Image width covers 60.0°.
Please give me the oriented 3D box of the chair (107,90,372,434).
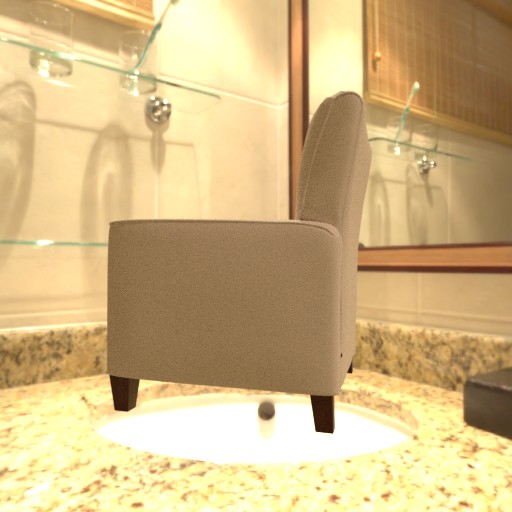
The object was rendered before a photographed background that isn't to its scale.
[{"bbox_3d":[0.000,0.000,1.723,0.858,1.028,0.841,0,-1,16],"label":"chair"}]
